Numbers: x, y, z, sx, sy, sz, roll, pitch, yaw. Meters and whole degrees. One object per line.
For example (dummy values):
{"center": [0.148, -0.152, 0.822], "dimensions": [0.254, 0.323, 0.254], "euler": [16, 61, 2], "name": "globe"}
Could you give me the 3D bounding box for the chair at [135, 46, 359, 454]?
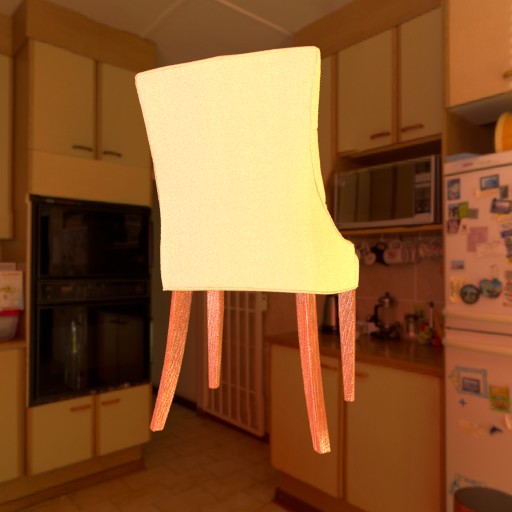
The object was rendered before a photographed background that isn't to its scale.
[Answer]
{"center": [0.000, 0.000, 1.212], "dimensions": [0.509, 0.874, 0.565], "euler": [0, -1, 18], "name": "chair"}
